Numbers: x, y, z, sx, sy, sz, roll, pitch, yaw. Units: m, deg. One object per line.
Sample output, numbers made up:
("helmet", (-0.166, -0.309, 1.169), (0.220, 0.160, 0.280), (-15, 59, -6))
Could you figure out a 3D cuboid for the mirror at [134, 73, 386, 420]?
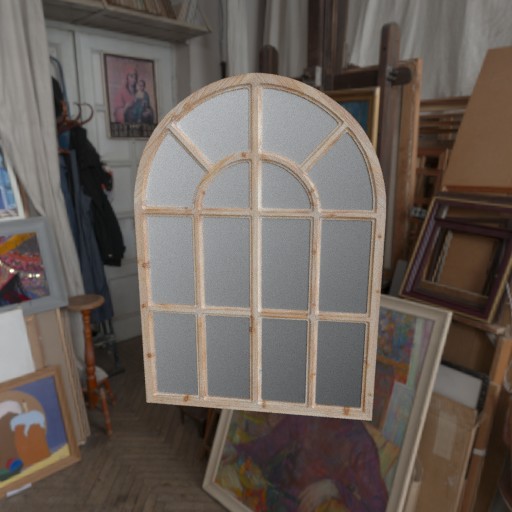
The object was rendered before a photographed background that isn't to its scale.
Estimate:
("mirror", (0.000, 0.000, 1.196), (0.660, 0.920, 0.032), (2, 14, 8))
